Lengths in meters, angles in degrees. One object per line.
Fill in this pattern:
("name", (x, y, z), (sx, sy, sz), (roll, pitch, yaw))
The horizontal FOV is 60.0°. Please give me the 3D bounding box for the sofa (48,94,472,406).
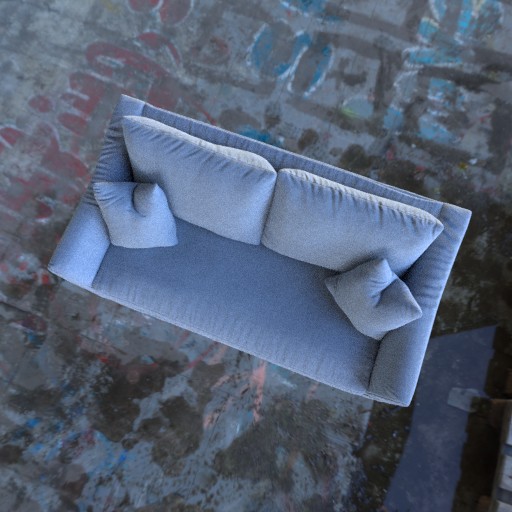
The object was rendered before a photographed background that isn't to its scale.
("sofa", (0.000, 0.000, 2.577), (2.010, 1.018, 1.072), (20, 76, 5))
